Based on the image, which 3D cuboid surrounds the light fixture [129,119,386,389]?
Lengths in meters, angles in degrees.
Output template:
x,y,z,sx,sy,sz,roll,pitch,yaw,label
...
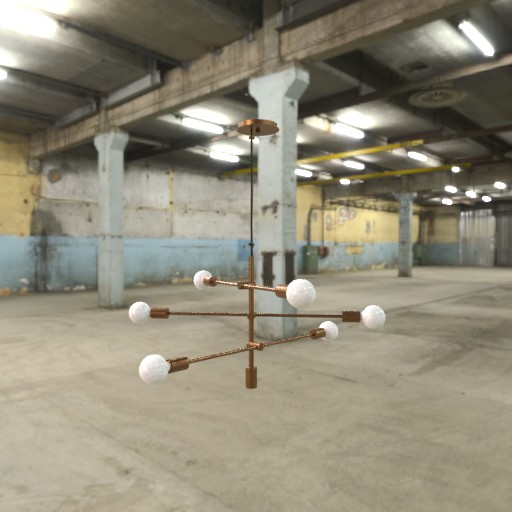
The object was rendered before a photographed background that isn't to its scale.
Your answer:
x,y,z,sx,sy,sz,roll,pitch,yaw,label
0.000,0.000,1.254,0.682,0.744,0.637,0,0,-18,light fixture
